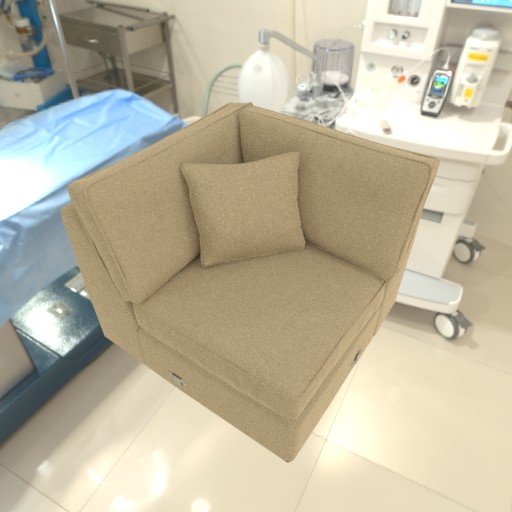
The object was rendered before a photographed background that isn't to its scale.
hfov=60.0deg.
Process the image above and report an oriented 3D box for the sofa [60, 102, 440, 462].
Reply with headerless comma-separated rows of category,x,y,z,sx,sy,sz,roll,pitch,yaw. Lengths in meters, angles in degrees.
sofa,0.000,0.000,1.976,1.146,1.002,1.084,25,47,26
